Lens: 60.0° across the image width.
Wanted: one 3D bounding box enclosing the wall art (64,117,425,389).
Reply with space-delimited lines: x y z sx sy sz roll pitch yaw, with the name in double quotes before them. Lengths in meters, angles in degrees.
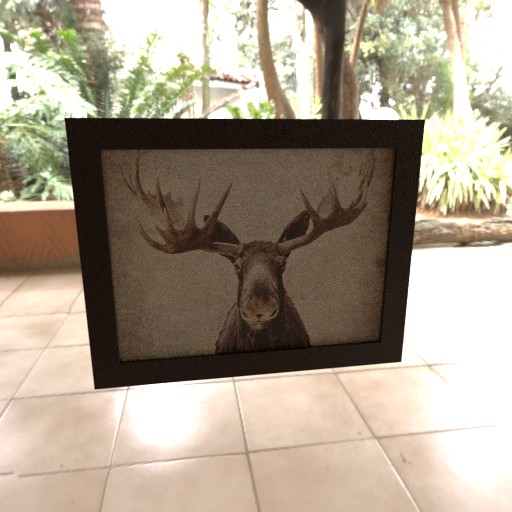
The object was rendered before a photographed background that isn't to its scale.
"wall art" 0.000 0.000 1.610 1.207 0.952 0.034 -3 16 -9
